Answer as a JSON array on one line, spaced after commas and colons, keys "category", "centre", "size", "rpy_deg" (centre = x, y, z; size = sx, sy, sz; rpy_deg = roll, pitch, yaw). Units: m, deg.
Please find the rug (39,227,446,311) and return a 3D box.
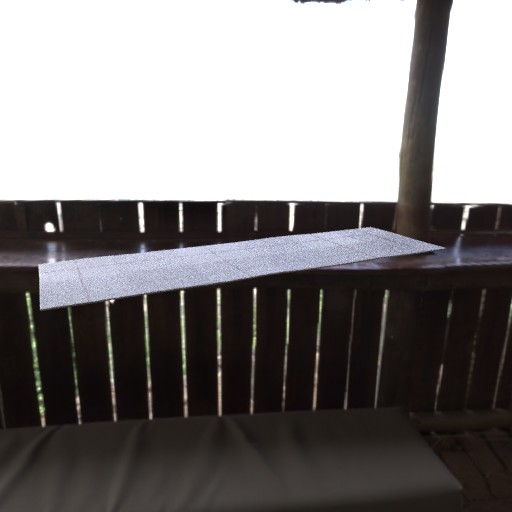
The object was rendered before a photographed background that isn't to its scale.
[{"category": "rug", "centre": [0.000, 0.000, 2.758], "size": [2.439, 0.013, 0.762], "rpy_deg": [-7, 17, -25]}]
